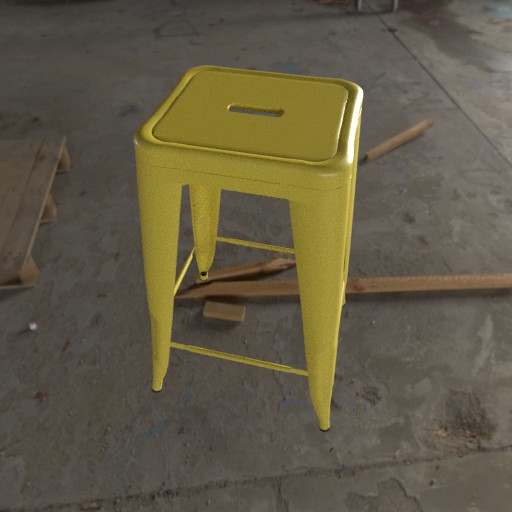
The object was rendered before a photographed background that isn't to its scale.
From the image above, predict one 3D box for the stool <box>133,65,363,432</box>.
[{"bbox_3d":[0.000,0.000,0.851,0.399,0.609,0.359,10,47,9],"label":"stool"}]
